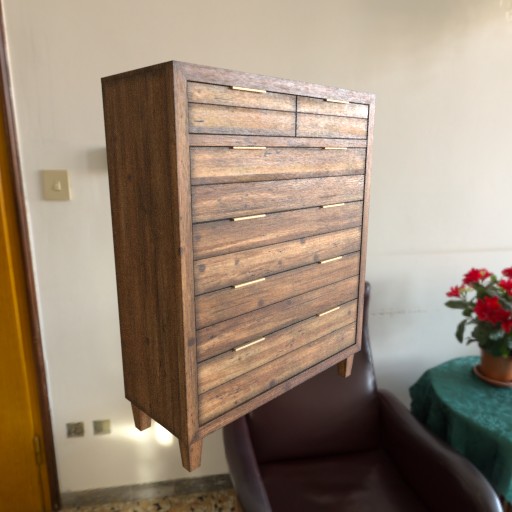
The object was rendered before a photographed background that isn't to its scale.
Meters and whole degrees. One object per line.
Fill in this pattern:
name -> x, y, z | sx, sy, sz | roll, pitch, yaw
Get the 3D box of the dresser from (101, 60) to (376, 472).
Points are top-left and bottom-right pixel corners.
dresser -> 0.000, 0.000, 1.890 | 1.067, 1.359, 0.438 | -13, 18, -43
